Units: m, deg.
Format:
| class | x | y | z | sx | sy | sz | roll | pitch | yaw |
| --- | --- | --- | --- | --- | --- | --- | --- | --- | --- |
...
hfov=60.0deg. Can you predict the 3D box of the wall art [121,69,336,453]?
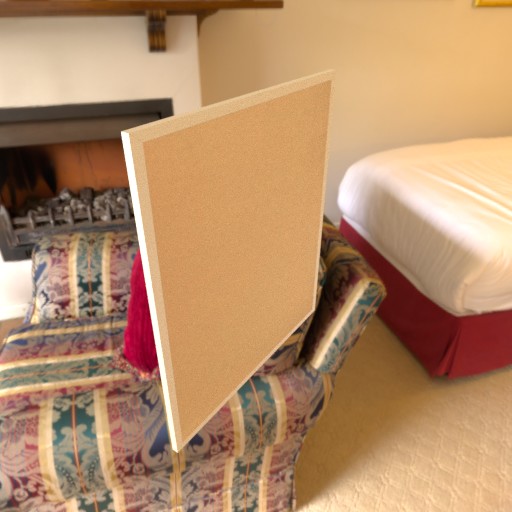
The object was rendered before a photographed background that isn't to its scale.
| class | x | y | z | sx | sy | sz | roll | pitch | yaw |
| --- | --- | --- | --- | --- | --- | --- | --- | --- | --- |
| wall art | 0.000 | 0.000 | 0.789 | 0.012 | 0.557 | 0.482 | 21 | 38 | 30 |
